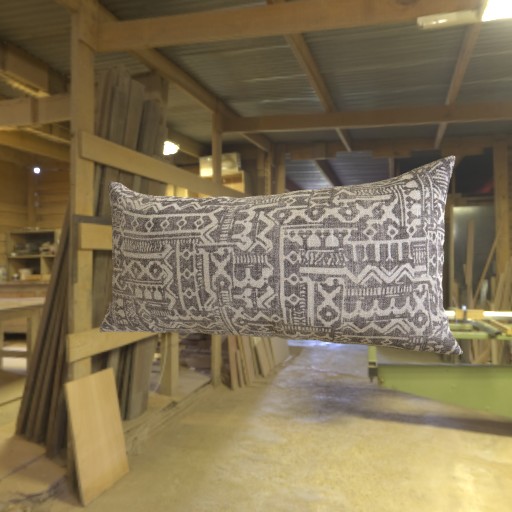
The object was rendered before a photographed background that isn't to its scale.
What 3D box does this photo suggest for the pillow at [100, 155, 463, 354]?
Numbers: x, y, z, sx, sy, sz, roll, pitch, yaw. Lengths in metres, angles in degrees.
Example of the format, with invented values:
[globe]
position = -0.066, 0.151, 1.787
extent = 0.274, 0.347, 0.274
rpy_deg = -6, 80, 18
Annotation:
[pillow]
position = 0.000, 0.000, 0.745
extent = 0.631, 0.290, 0.148
rpy_deg = 0, -1, 19
